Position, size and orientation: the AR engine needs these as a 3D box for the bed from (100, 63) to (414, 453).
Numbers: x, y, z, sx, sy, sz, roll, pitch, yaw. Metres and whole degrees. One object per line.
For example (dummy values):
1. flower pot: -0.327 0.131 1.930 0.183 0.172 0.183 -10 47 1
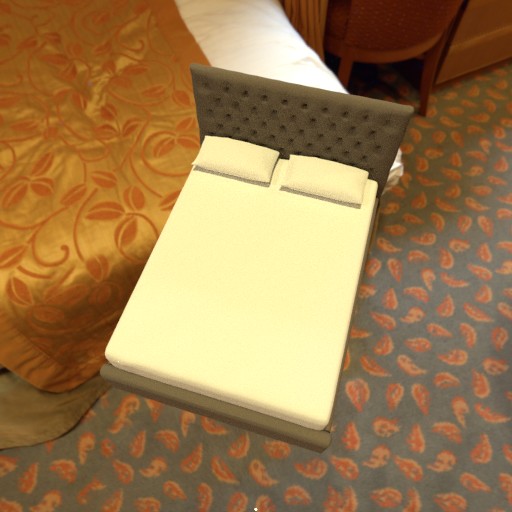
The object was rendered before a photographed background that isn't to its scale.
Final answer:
1. bed: 0.000 0.000 3.330 1.696 1.426 2.233 15 61 8
